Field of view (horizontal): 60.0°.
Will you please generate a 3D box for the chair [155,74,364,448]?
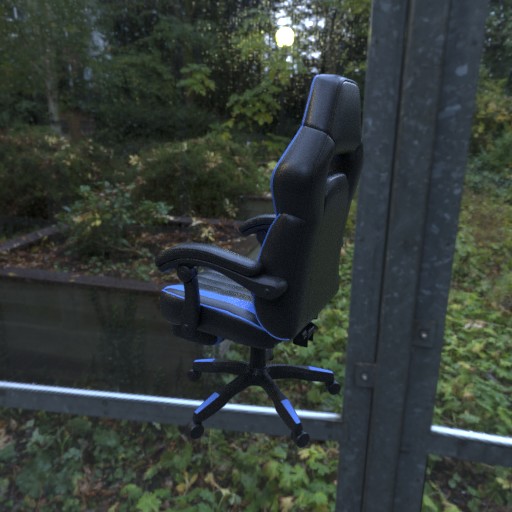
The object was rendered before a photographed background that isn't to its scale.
[{"bbox_3d":[0.000,0.000,1.728,0.700,1.280,0.700,8,18,26],"label":"chair"}]
